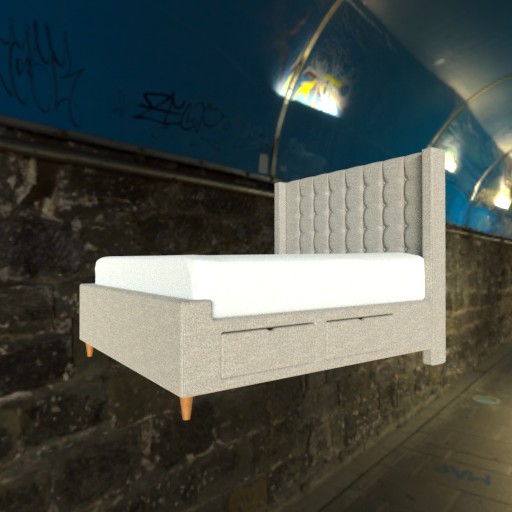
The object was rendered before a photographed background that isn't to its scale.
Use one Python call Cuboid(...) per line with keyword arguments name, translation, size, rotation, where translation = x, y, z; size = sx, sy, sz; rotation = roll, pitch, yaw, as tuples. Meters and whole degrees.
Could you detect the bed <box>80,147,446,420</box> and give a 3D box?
Cuboid(name="bed", translation=(0.000, 0.000, 3.764), size=(2.372, 1.748, 2.044), rotation=(0, -1, -35))
